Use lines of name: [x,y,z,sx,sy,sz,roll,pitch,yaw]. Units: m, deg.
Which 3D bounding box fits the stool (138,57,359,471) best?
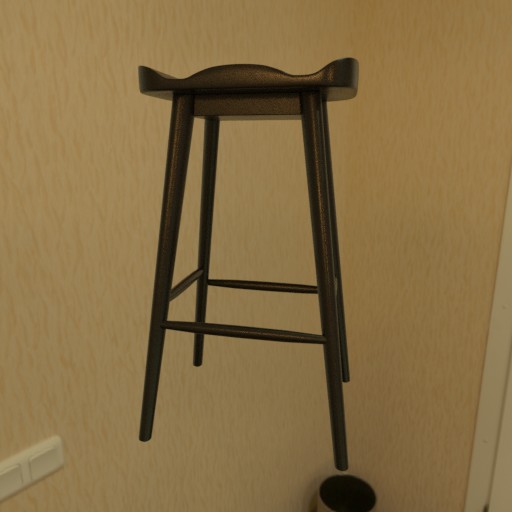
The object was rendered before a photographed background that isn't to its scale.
stool: [0.000,0.000,0.973,0.440,0.749,0.361,3,14,12]
